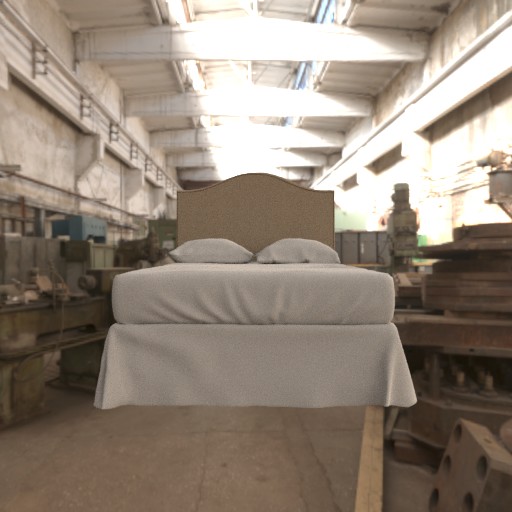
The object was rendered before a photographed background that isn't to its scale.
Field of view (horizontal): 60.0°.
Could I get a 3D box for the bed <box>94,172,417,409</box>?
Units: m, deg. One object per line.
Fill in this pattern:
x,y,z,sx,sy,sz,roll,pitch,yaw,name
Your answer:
0.000,0.000,3.458,1.876,1.645,2.221,0,1,0,bed
